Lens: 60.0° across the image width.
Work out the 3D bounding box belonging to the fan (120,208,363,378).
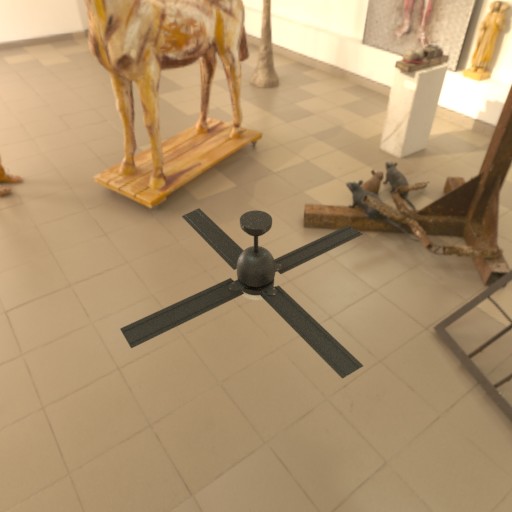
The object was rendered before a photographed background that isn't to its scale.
[{"bbox_3d":[0.000,0.000,2.040,1.319,0.410,1.319,-25,46,-27],"label":"fan"}]
